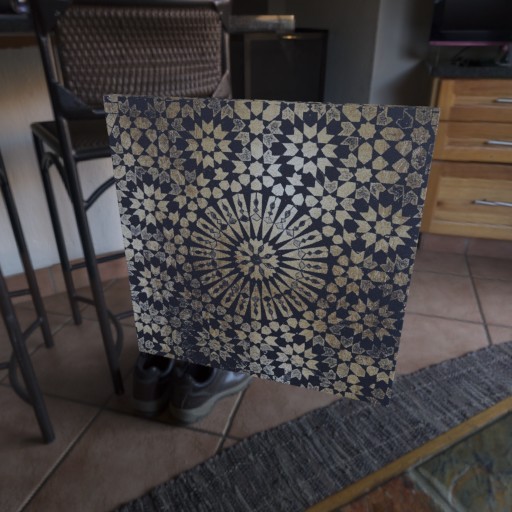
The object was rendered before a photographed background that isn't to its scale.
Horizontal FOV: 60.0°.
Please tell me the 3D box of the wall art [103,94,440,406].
[{"bbox_3d":[0.000,0.000,0.919,0.612,0.612,0.038,8,27,16],"label":"wall art"}]
